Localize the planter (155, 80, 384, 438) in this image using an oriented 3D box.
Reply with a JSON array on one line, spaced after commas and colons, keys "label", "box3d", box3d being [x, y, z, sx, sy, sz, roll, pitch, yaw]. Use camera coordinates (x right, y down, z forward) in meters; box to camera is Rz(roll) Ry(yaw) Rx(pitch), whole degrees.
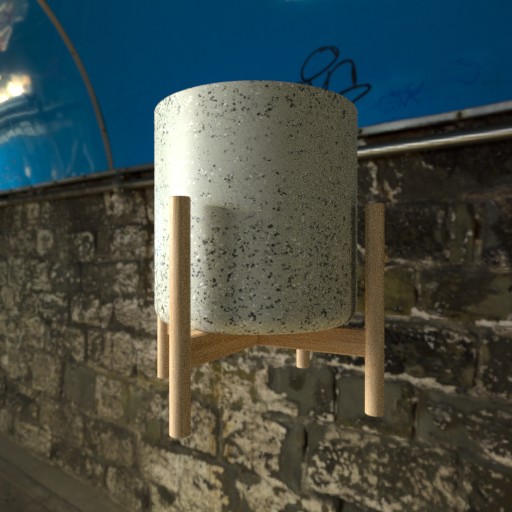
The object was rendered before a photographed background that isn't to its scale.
[{"label": "planter", "box3d": [0.000, 0.000, 0.679, 0.360, 0.419, 0.360, 0, 0, -38]}]
